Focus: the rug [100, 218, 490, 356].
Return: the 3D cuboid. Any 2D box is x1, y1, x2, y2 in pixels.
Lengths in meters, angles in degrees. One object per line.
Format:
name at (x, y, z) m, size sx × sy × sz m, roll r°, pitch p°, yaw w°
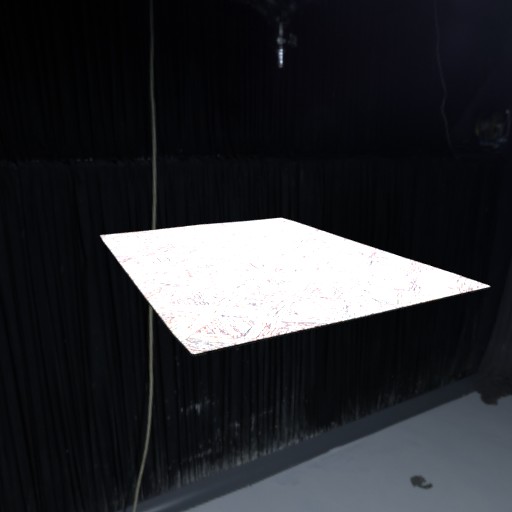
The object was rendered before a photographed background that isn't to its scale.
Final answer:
rug at (0.000, 0.000, 4.256) m, size 2.436 × 0.024 × 3.226 m, roll -8°, pitch 17°, yaw -26°
